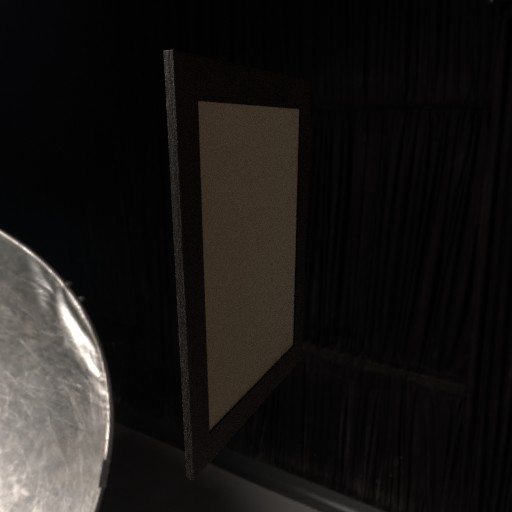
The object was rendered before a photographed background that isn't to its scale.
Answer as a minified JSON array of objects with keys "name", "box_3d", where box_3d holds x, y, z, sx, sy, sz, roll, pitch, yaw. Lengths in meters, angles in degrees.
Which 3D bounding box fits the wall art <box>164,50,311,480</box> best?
[{"name":"wall art","box_3d":[0.000,0.000,0.652,0.013,0.508,0.359,9,18,27]}]
